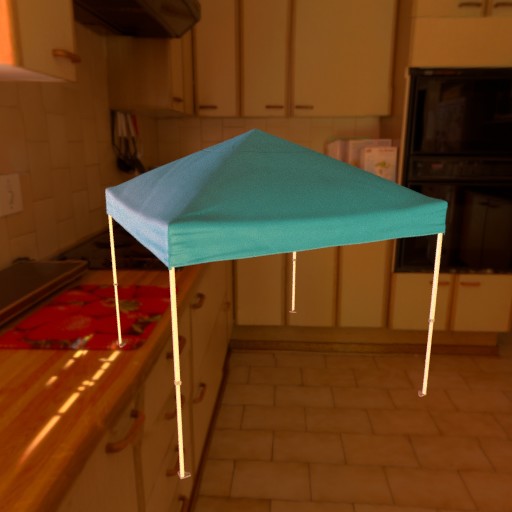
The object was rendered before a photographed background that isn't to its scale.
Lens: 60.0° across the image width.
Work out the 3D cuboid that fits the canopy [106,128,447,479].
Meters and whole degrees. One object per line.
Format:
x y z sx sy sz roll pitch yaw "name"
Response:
0.000 0.000 5.423 2.998 2.997 2.996 -7 16 -26 "canopy"
